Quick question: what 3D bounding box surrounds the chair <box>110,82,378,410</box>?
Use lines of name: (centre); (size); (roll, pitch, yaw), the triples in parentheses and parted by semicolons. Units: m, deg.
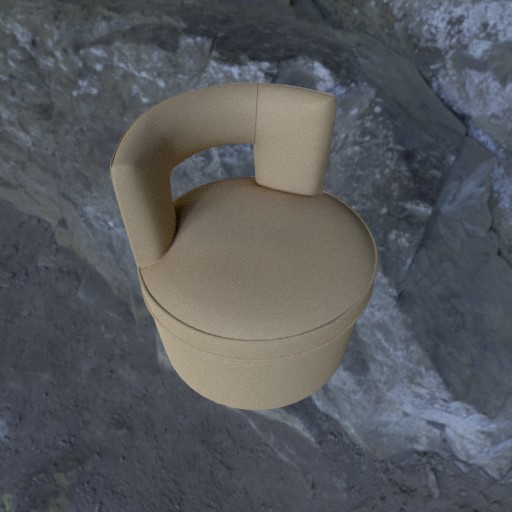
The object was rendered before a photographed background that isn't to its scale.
chair: (0.000, 0.000, 1.245); (0.650, 0.723, 0.665); (-24, 50, -22)
